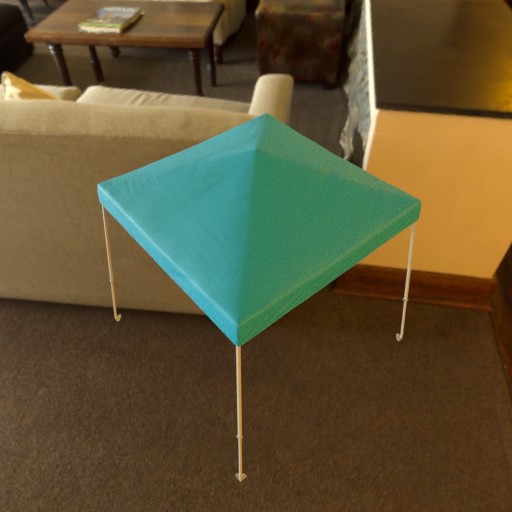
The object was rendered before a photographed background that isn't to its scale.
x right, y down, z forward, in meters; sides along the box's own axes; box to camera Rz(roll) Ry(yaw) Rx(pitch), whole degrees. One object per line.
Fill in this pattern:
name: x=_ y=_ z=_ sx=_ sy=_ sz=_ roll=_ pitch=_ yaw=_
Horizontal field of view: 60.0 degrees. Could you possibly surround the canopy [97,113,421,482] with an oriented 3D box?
canopy: x=0.000 y=0.000 z=5.152 sx=2.850 sy=2.850 sz=2.849 roll=-31 pitch=53 yaw=-27
